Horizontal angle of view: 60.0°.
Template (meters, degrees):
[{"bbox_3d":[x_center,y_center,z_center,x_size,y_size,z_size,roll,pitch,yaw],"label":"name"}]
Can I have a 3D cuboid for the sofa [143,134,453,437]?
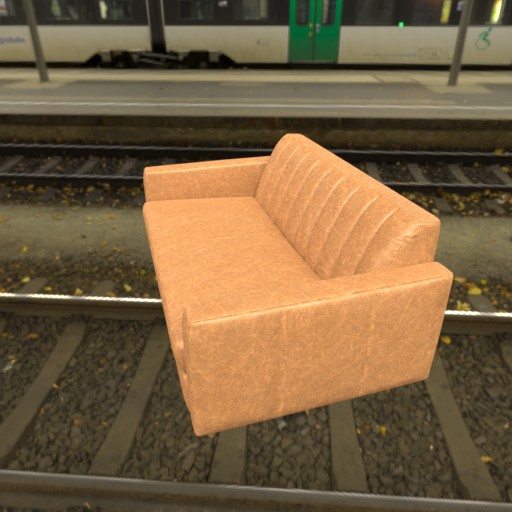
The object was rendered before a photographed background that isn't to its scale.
[{"bbox_3d":[0.000,0.000,2.133,0.960,0.820,1.549,-9,30,-15],"label":"sofa"}]
